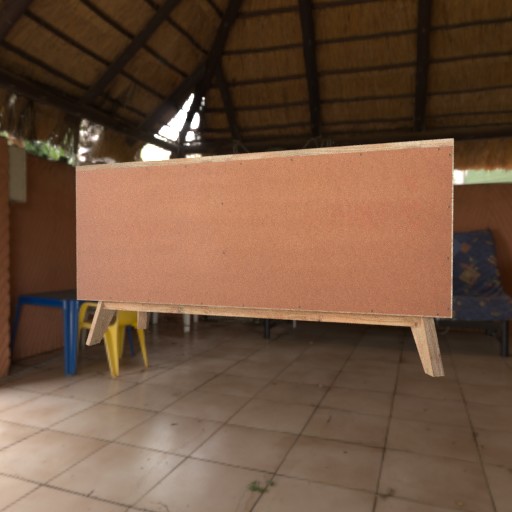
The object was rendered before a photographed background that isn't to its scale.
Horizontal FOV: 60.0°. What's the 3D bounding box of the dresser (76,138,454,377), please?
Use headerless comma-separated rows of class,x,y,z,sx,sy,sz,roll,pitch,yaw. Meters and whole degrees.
dresser,0.000,0.000,1.955,1.554,0.805,0.455,0,1,19
